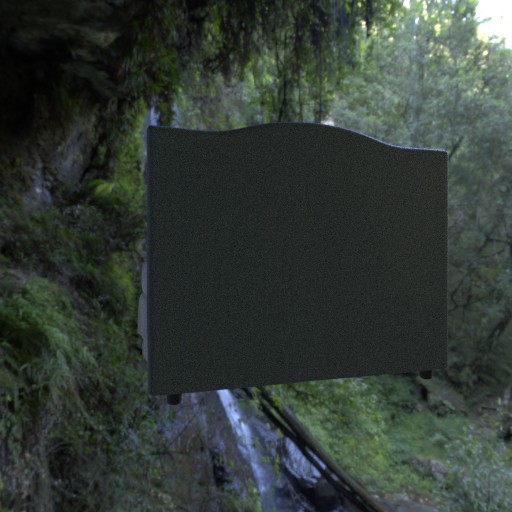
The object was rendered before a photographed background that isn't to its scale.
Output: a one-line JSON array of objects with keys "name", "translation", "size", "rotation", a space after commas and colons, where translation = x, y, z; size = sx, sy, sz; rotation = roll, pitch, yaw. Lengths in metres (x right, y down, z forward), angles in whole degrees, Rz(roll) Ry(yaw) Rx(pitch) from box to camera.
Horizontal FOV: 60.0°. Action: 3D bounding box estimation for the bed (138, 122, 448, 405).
[{"name": "bed", "translation": [0.000, 0.000, 3.386], "size": [1.753, 1.460, 2.143], "rotation": [0, 0, -17]}]
